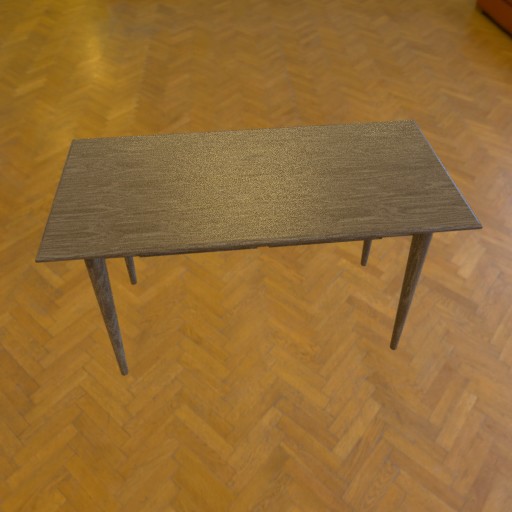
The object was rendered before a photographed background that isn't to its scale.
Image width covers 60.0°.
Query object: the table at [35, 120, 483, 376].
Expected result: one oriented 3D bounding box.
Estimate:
[{"bbox_3d":[0.000,0.000,1.761,1.300,0.780,0.599,-4,48,-4],"label":"table"}]
